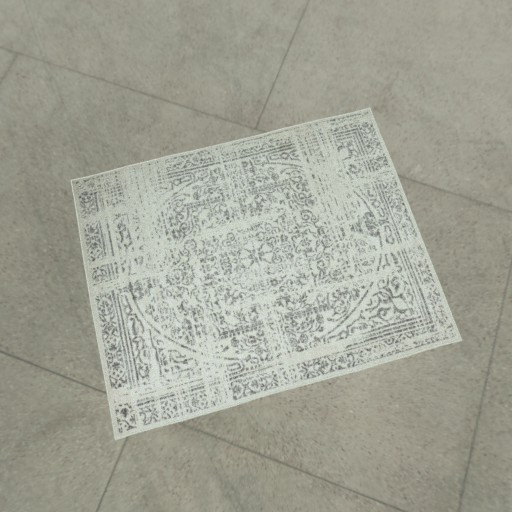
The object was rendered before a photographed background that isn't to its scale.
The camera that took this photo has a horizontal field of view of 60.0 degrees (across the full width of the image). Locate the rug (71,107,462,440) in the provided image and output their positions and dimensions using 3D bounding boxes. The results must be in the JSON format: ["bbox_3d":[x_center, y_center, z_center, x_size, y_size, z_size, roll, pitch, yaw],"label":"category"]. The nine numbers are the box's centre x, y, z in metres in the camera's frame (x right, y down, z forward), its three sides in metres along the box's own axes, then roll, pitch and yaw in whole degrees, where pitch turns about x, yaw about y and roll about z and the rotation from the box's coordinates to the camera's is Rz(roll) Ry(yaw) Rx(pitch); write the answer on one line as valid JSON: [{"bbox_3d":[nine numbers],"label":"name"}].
[{"bbox_3d":[0.000,0.000,3.857,2.921,0.032,2.311,-15,74,-4],"label":"rug"}]
